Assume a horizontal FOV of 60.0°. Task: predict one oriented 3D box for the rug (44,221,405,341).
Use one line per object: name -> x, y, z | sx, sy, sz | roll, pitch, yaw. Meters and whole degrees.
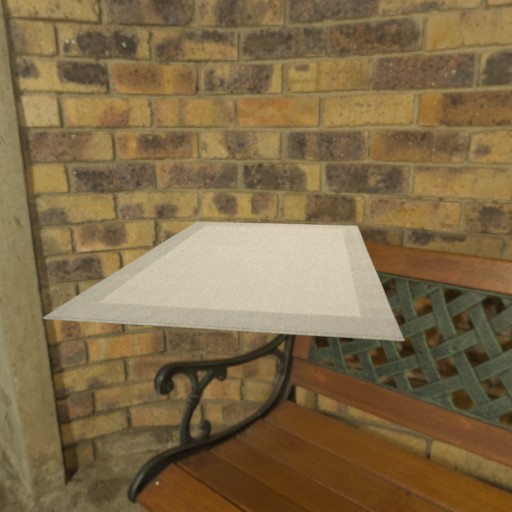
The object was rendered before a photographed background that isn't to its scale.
rug -> 0.000, 0.000, 2.993 | 1.524, 0.014, 2.438 | 2, 14, 8
